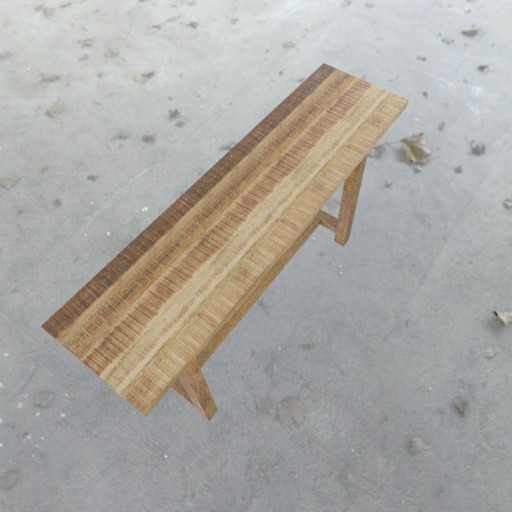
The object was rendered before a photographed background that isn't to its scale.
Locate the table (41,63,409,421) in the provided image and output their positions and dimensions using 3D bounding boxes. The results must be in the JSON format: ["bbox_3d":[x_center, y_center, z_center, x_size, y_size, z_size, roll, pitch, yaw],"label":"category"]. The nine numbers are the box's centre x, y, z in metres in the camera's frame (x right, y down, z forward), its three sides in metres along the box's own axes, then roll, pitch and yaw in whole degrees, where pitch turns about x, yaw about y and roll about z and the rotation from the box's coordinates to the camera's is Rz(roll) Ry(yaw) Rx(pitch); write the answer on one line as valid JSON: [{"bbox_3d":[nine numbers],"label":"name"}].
[{"bbox_3d":[0.000,0.000,1.874,0.405,0.810,1.524,32,63,18],"label":"table"}]
